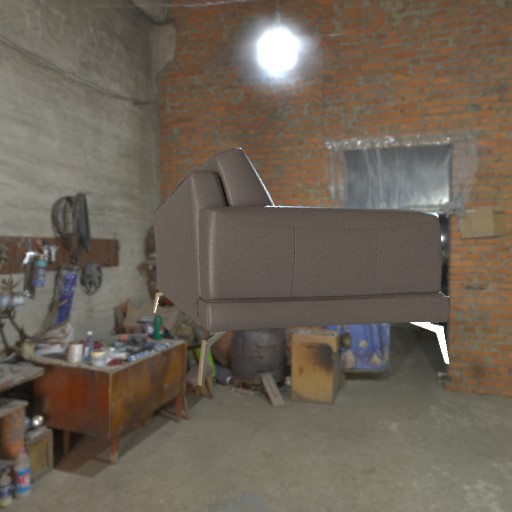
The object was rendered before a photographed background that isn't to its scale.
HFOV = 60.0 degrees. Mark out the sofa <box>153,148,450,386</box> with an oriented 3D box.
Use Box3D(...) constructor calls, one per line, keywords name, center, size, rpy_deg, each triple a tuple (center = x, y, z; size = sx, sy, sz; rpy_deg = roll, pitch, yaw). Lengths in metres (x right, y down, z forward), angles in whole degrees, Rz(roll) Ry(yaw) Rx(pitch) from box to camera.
Box3D(name="sofa", center=(0.000, 0.000, 2.757), size=(1.121, 0.930, 2.177), rpy_deg=(0, 0, -17))
